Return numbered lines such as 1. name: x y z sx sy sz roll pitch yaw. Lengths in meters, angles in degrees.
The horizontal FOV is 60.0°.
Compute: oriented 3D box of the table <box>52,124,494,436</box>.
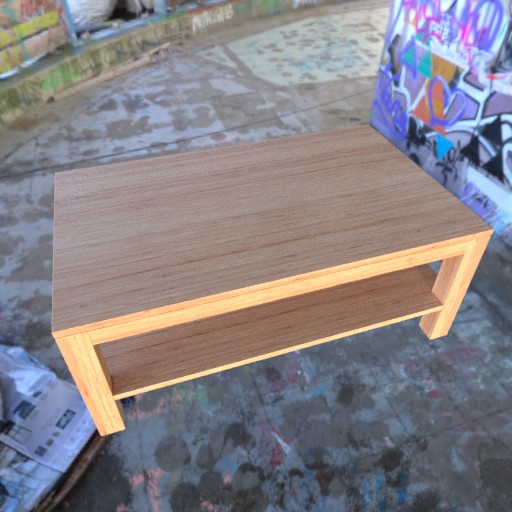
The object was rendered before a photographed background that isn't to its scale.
1. table: 0.000 0.000 1.477 1.146 0.457 0.695 -12 43 -14
